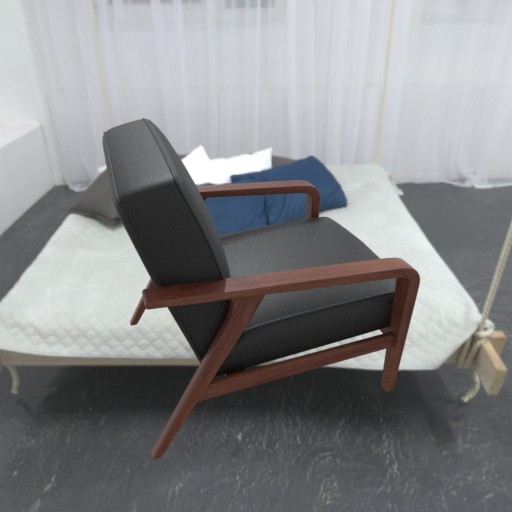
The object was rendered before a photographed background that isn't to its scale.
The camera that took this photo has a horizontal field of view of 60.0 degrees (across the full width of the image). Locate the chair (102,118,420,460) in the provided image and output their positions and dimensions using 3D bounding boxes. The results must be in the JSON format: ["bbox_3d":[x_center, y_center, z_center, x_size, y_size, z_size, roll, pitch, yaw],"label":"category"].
[{"bbox_3d":[0.000,0.000,1.502,0.889,0.861,0.719,-10,32,-16],"label":"chair"}]
